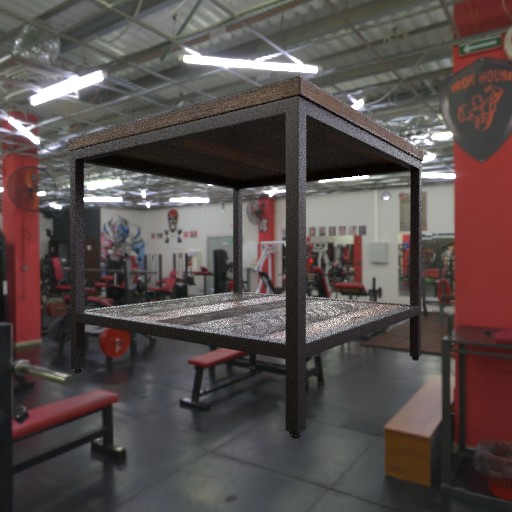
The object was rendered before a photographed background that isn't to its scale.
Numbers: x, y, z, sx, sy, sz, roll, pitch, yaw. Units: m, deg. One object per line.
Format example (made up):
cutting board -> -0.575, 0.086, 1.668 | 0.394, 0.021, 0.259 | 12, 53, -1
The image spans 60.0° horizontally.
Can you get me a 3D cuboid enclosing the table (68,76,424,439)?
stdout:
table -> 0.000, 0.000, 0.966 | 0.553, 0.482, 0.548 | 1, 1, 37
